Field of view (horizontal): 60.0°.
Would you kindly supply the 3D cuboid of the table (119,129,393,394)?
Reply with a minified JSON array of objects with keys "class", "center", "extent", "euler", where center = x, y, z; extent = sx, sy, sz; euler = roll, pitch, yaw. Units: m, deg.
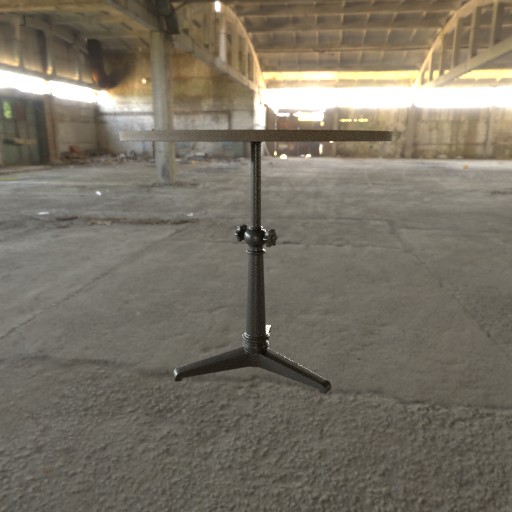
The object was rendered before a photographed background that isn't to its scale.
[{"class":"table","center":[0.000,0.000,1.451],"extent":[0.800,0.780,0.800],"euler":[0,15,0]}]
